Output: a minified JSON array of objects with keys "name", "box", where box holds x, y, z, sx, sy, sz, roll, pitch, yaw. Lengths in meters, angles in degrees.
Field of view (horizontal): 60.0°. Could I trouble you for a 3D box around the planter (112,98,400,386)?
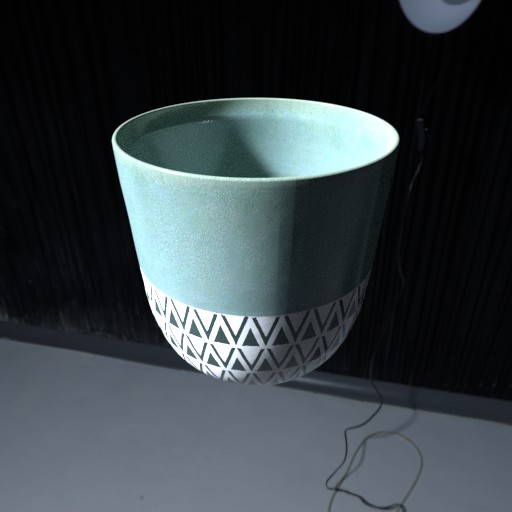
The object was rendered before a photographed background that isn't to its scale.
[{"name":"planter","box":[0.000,0.000,0.371,0.198,0.214,0.198,0,31,0]}]
